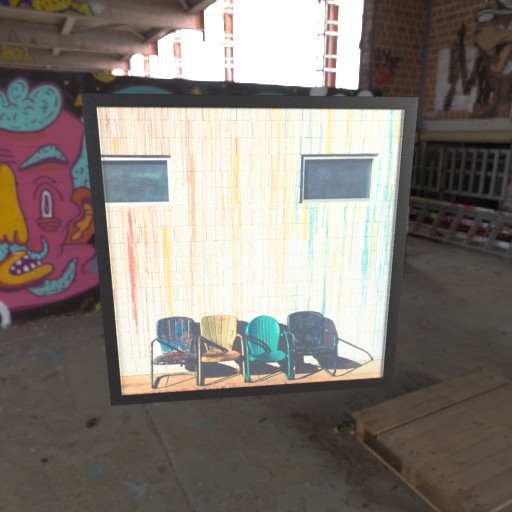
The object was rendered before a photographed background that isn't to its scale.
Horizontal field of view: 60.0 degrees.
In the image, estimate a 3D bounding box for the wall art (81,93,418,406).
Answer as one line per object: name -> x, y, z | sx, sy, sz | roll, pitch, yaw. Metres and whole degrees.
wall art -> 0.000, 0.000, 0.744 | 0.506, 0.506, 0.037 | -2, 15, -7
